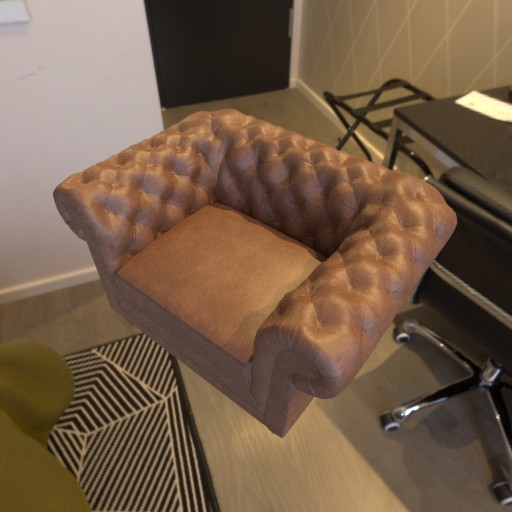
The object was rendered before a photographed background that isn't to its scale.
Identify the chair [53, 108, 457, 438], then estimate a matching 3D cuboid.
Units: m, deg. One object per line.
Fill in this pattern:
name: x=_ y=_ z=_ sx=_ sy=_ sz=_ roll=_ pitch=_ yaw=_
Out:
chair: x=0.000 y=0.000 z=1.866 sx=1.298 sy=0.784 sz=0.954 roll=29 pitch=51 yaw=26
